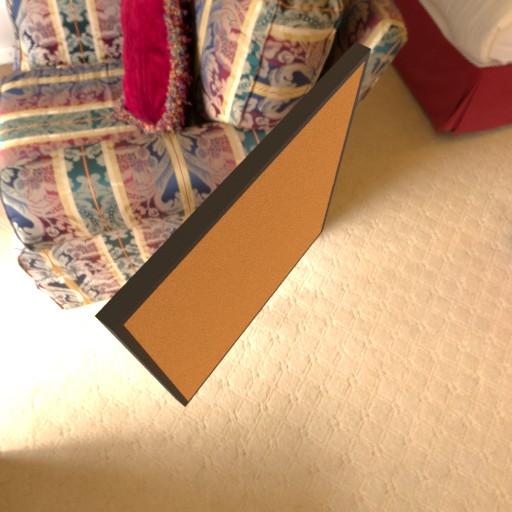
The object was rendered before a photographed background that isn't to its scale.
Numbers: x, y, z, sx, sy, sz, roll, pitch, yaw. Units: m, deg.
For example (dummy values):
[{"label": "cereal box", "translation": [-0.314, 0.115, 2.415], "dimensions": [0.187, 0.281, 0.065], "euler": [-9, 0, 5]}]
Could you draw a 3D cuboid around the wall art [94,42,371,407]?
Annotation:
[{"label": "wall art", "translation": [0.000, 0.000, 1.138], "dimensions": [0.038, 0.763, 0.763], "euler": [34, 68, 16]}]
